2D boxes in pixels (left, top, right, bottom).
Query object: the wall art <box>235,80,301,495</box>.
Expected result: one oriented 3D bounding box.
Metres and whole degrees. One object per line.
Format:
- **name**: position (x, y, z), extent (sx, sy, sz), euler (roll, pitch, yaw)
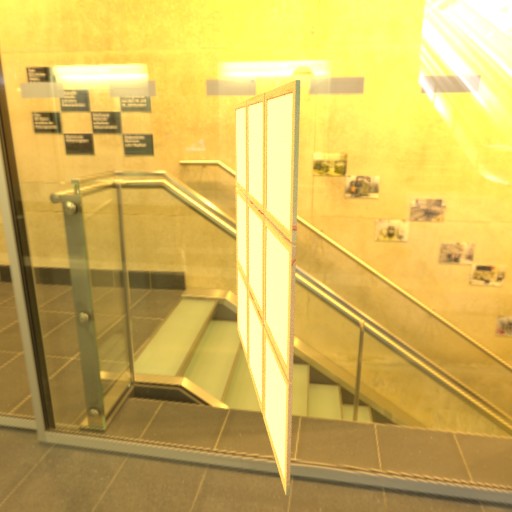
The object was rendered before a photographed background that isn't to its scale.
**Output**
- **wall art**: position (0.000, 0.000, 1.797), extent (0.013, 1.219, 1.214), euler (-3, 16, -9)
